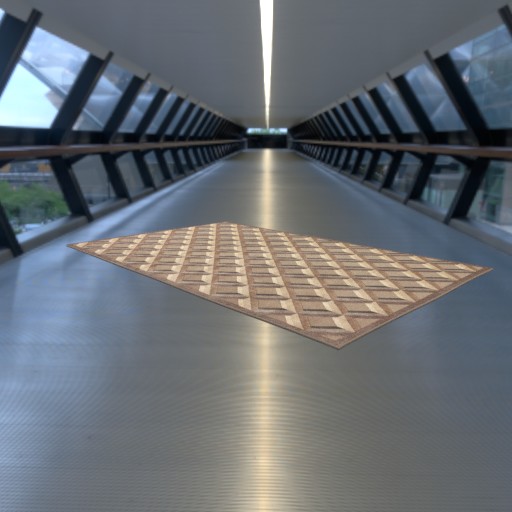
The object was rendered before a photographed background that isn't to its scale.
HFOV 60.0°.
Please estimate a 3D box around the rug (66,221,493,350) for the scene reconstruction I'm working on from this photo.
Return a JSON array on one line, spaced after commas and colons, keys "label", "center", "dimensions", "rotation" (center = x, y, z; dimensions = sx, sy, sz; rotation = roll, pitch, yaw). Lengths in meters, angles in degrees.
[{"label": "rug", "center": [0.000, 0.000, 2.025], "dimensions": [1.066, 0.011, 1.677], "rotation": [-13, 19, -43]}]
